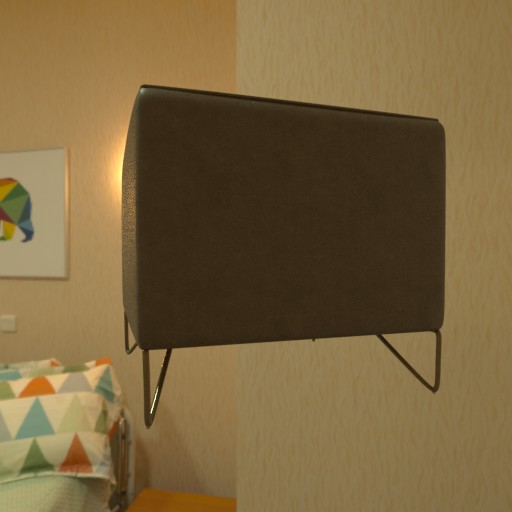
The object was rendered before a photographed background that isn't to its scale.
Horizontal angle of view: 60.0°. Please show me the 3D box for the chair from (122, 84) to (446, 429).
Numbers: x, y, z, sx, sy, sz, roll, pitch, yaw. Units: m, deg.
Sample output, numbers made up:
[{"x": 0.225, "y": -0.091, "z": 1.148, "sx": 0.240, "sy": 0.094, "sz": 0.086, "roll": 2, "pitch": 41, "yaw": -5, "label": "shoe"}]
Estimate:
[{"x": 0.000, "y": 0.000, "z": 1.539, "sx": 0.880, "sy": 0.790, "sz": 0.894, "roll": 0, "pitch": 0, "yaw": -19, "label": "chair"}]
